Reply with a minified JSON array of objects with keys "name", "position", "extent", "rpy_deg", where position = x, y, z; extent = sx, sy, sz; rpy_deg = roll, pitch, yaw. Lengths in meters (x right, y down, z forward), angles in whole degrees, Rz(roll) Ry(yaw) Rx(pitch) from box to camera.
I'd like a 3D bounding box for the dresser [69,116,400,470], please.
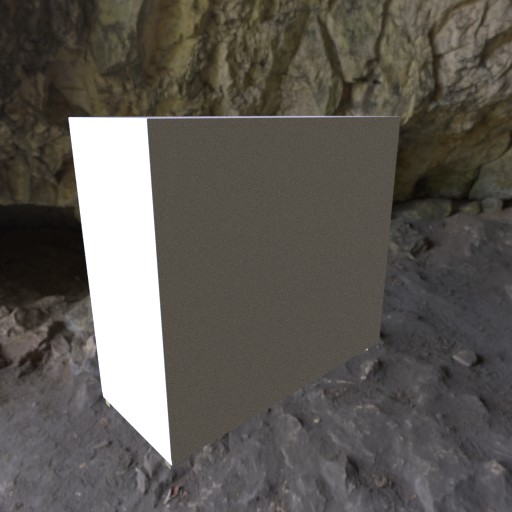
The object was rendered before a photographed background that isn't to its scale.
[{"name":"dresser","position":[0.000,0.000,1.670],"extent":[1.100,1.000,0.460],"rpy_deg":[-16,24,-40]}]
